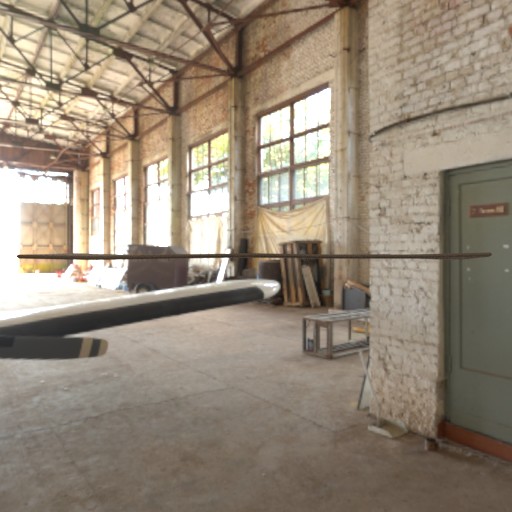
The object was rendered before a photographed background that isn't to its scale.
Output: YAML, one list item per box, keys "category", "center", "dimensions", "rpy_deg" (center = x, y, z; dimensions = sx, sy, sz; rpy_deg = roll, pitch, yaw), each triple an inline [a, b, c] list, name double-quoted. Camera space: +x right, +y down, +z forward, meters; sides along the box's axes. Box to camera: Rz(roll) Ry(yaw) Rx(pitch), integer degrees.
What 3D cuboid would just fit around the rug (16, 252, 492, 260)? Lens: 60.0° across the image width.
- category: "rug"
  center: [0.000, 0.000, 3.992]
  dimensions: [3.011, 0.054, 2.399]
  rpy_deg: [0, 0, 2]
